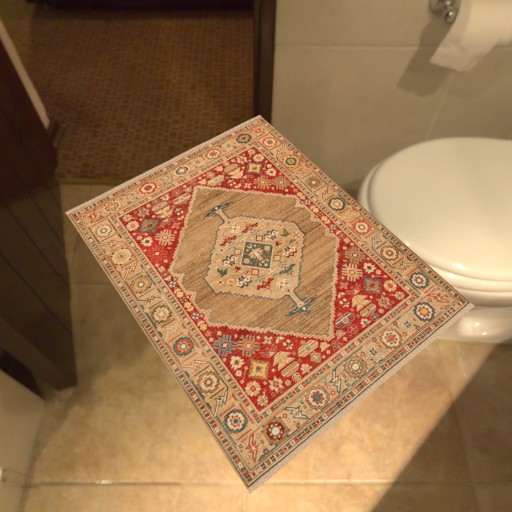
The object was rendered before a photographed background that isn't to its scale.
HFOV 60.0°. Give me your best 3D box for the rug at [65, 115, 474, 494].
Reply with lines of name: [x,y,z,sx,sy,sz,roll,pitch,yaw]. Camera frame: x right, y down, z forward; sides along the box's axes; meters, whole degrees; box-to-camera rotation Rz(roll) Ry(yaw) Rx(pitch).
rug: [0.000,0.000,4.173,2.451,0.008,3.143,-32,63,-19]
